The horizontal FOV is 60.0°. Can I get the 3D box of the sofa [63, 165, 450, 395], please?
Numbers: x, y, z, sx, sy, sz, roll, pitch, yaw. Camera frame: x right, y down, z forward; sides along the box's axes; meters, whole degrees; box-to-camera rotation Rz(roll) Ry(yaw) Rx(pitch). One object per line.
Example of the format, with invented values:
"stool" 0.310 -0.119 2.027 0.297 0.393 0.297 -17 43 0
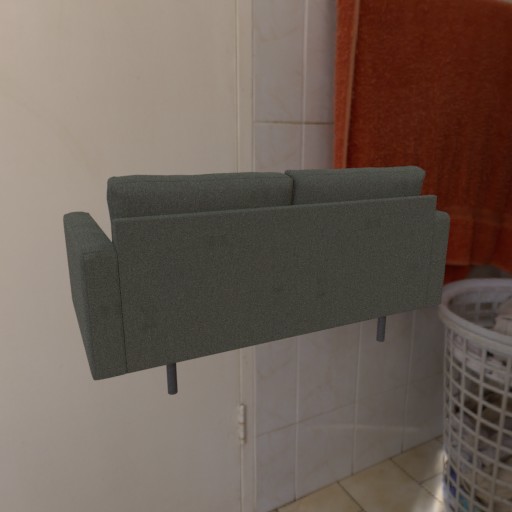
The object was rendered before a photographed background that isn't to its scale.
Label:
"sofa" 0.000 0.000 2.258 1.730 0.897 0.889 -7 16 -25
